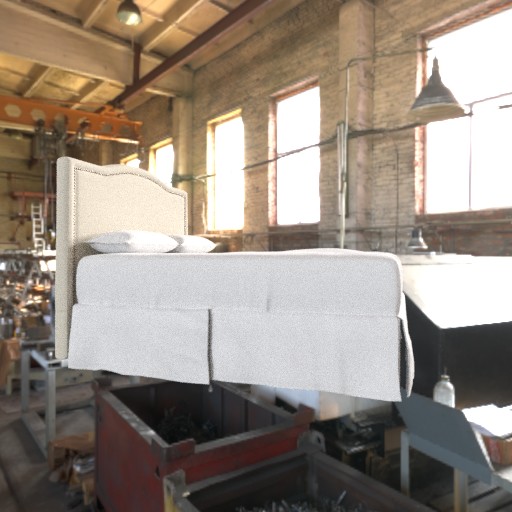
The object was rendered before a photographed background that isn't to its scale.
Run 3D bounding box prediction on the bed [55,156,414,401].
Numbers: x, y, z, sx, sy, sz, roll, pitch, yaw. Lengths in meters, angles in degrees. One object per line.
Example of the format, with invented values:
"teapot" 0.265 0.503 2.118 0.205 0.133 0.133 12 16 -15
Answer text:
"bed" 0.000 0.000 3.300 2.196 1.449 1.741 0 0 18
